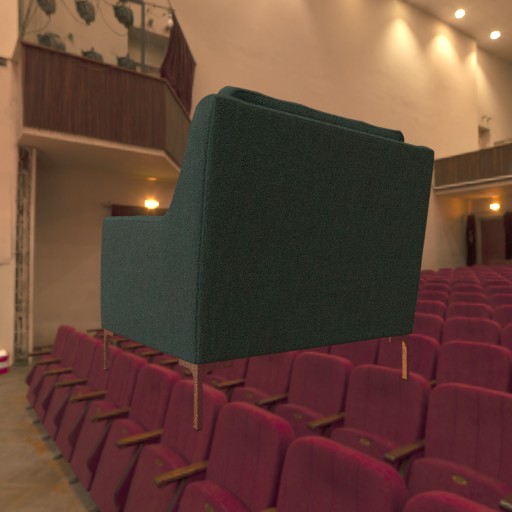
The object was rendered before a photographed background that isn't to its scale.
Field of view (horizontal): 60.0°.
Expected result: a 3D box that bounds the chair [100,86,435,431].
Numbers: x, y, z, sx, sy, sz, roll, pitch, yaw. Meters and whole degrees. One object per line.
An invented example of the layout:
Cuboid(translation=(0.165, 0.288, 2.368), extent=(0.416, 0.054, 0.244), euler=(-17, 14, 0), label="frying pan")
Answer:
Cuboid(translation=(0.000, 0.000, 1.524), extent=(0.847, 0.828, 0.849), euler=(1, -1, -35), label="chair")
